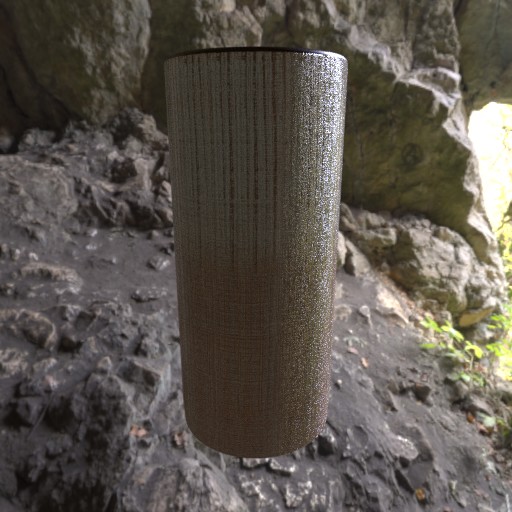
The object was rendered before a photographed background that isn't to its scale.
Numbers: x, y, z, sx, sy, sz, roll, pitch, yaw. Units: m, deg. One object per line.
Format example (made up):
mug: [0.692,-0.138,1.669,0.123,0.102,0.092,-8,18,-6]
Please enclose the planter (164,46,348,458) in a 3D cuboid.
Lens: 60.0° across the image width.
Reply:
planter: [0.000,0.000,0.279,0.100,0.227,0.100,3,18,11]
